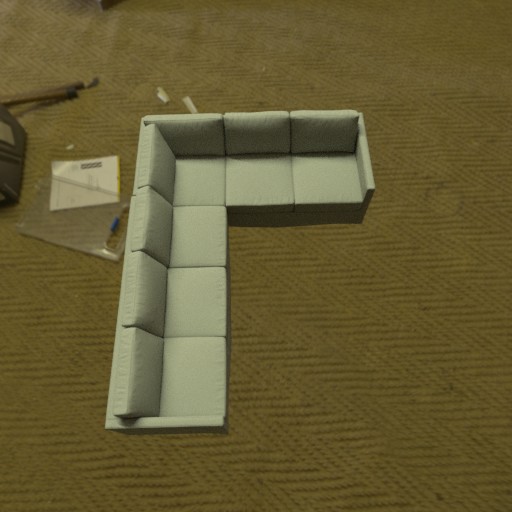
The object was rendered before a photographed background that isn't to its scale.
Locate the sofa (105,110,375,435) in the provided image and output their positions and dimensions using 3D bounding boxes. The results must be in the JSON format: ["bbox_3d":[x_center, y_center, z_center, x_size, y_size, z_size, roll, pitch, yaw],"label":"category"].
[{"bbox_3d":[0.000,0.000,4.349,2.432,0.871,3.182,-1,64,-1],"label":"sofa"}]
